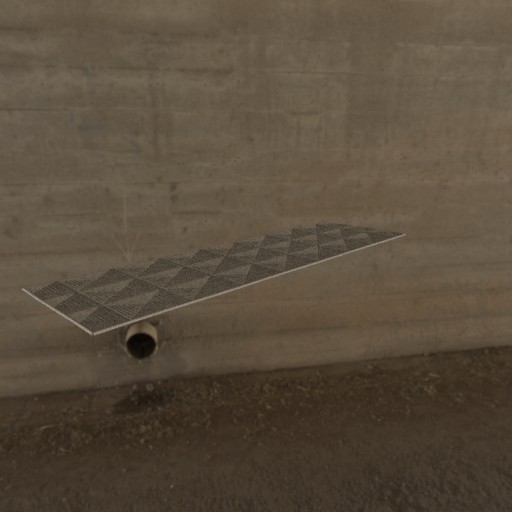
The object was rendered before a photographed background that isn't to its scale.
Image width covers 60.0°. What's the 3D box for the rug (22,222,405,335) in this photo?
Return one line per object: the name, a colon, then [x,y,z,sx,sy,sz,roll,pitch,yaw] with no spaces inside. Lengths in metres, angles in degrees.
rug: [0.000,0.000,2.412,0.645,0.015,2.182,14,21,43]
